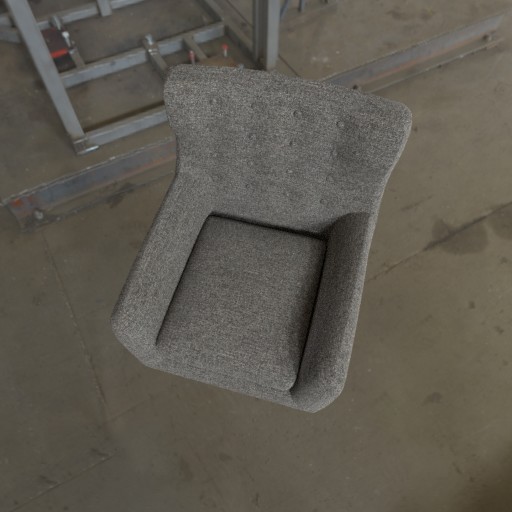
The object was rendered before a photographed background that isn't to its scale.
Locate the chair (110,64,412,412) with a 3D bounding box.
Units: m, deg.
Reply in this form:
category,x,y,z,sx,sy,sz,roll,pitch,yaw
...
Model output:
category,x,y,z,sx,sy,sz,roll,pitch,yaw
chair,0.000,0.000,1.772,0.889,1.039,0.940,13,60,8
